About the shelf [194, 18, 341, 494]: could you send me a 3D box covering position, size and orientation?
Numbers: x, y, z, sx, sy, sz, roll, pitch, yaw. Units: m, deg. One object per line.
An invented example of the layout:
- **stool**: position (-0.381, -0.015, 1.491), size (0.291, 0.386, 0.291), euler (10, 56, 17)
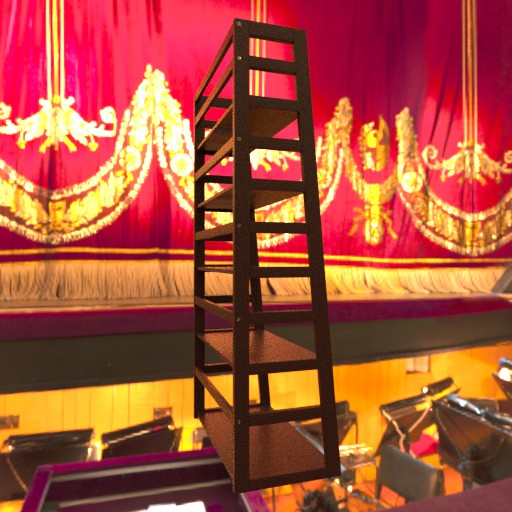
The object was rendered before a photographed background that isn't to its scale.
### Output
- **shelf**: position (0.000, 0.000, 1.910), size (0.403, 1.600, 0.763), euler (0, 0, -18)
